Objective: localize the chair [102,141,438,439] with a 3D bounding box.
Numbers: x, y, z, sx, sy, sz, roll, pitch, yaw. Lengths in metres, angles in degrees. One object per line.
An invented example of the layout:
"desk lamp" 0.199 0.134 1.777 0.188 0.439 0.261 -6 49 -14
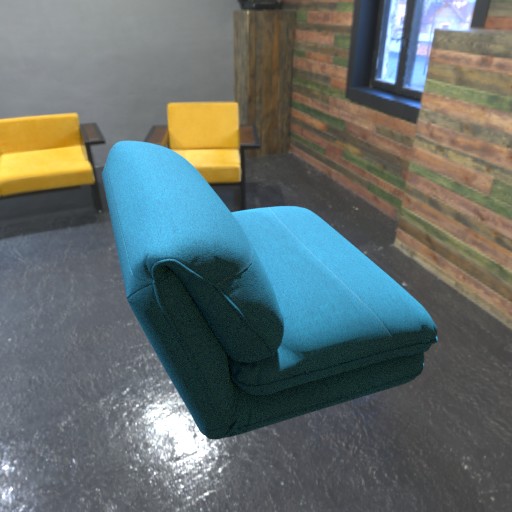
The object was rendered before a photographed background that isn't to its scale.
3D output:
"chair" 0.000 0.000 1.325 0.780 0.580 0.820 -10 31 -18
